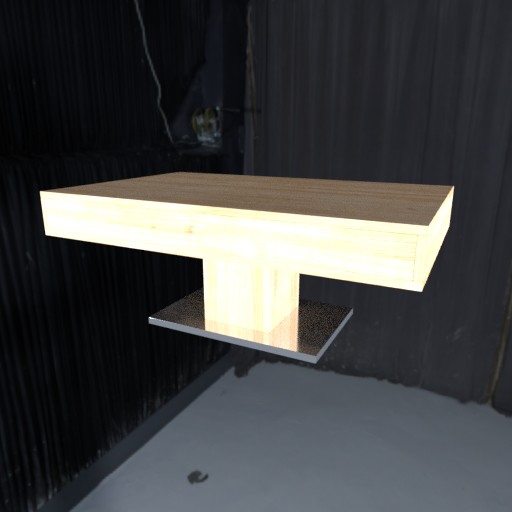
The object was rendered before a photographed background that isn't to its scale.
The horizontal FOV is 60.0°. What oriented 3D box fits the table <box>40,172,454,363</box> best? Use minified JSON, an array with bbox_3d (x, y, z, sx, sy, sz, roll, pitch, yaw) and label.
[{"bbox_3d":[0.000,0.000,1.452,1.100,0.440,0.700,8,18,26],"label":"table"}]
